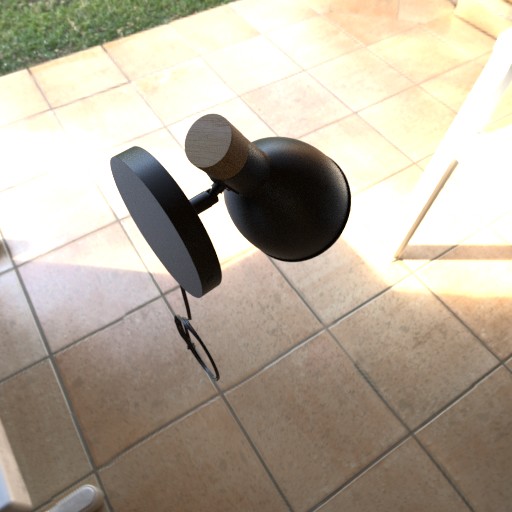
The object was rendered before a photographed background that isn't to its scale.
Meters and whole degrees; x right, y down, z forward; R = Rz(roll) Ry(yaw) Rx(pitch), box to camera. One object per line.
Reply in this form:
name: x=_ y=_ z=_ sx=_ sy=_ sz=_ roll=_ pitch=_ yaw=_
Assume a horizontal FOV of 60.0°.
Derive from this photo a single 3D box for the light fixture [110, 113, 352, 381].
light fixture: x=0.000 y=0.000 z=0.489 sx=0.203 sy=0.401 sz=0.127 roll=-34 pitch=62 yaw=-20
